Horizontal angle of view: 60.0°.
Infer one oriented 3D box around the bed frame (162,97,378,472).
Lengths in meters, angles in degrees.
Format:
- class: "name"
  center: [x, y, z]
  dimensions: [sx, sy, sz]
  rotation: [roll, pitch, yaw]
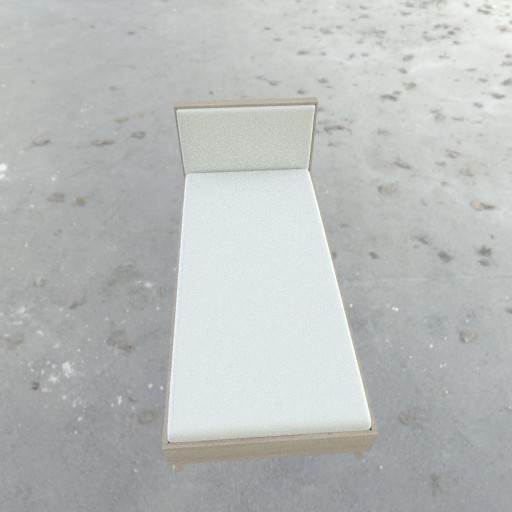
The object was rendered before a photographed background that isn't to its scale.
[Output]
- class: "bed frame"
  center: [0.000, 0.000, 2.679]
  dimensions: [0.990, 0.920, 2.140]
  rotation: [-3, 46, -3]
